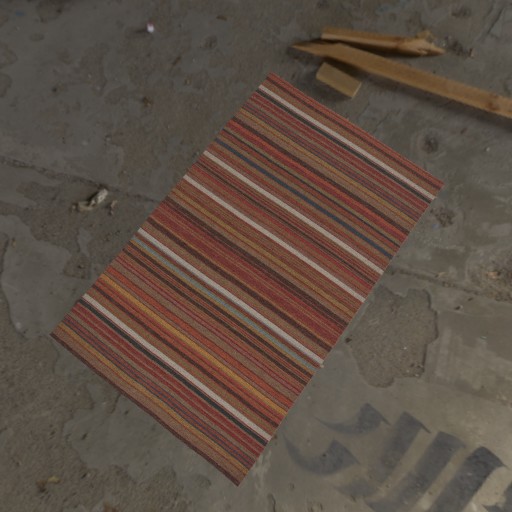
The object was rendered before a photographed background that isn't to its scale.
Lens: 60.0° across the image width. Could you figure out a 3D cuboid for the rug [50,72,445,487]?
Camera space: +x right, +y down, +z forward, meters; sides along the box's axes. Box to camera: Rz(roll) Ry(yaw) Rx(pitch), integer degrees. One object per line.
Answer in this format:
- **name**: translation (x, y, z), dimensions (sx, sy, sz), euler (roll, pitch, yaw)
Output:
- **rug**: translation (0.000, 0.000, 2.995), dimensions (1.523, 0.008, 2.438), euler (36, 79, 8)
